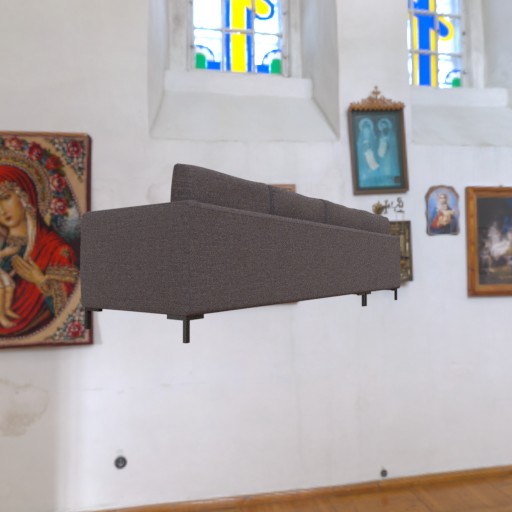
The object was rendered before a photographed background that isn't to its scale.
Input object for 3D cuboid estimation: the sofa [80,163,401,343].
[{"bbox_3d":[0.000,0.000,3.190,1.258,0.754,2.731,-1,-1,35],"label":"sofa"}]
